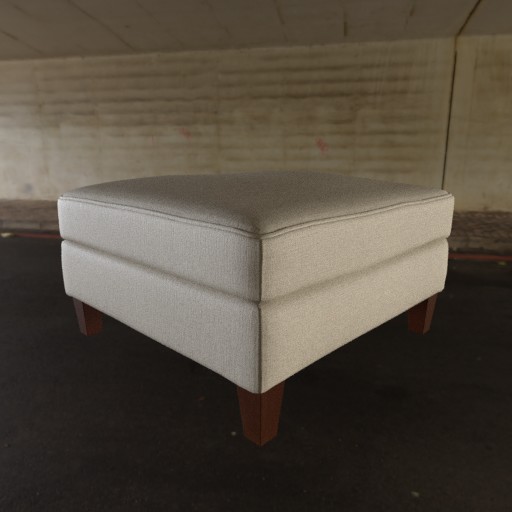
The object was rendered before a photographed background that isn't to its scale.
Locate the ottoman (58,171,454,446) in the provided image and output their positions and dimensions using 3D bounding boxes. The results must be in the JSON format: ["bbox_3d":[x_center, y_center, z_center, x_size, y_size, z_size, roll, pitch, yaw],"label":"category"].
[{"bbox_3d":[0.000,0.000,1.315,0.838,0.478,0.838,13,19,42],"label":"ottoman"}]
